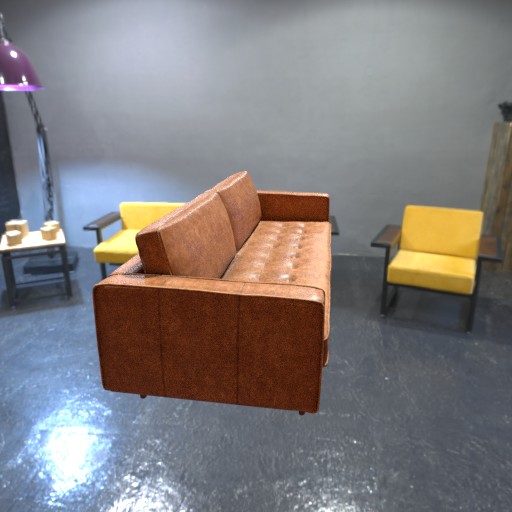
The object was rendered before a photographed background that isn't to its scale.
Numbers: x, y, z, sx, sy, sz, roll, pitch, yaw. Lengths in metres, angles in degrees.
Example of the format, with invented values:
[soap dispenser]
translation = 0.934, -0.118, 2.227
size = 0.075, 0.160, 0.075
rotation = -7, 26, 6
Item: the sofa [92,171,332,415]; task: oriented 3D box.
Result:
[sofa]
translation = 0.000, 0.000, 2.627
size = 0.886, 0.779, 2.199
rotation = 3, 18, 9
